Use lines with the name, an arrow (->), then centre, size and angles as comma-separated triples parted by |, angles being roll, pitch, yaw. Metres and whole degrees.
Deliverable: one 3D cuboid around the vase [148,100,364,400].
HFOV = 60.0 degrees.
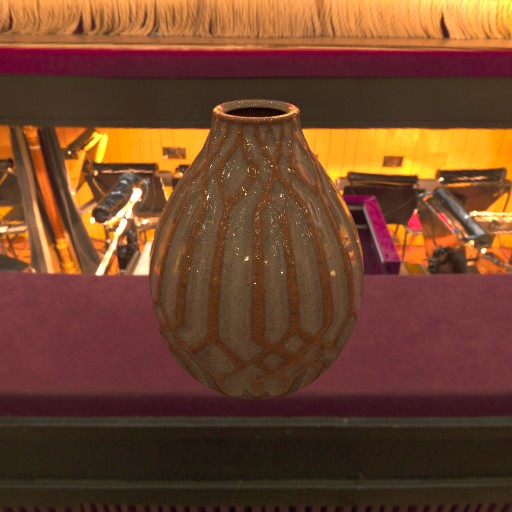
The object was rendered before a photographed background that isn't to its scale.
vase -> 0.000, 0.000, 0.270 | 0.131, 0.175, 0.131 | 0, 31, 0
